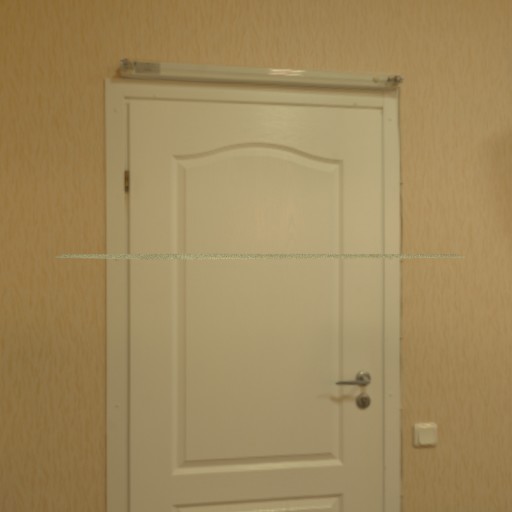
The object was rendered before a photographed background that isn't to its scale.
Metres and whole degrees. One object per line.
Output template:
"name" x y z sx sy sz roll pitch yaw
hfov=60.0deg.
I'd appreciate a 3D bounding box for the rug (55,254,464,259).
"rug" 0.000 0.000 3.945 2.933 0.027 2.332 0 0 -36
